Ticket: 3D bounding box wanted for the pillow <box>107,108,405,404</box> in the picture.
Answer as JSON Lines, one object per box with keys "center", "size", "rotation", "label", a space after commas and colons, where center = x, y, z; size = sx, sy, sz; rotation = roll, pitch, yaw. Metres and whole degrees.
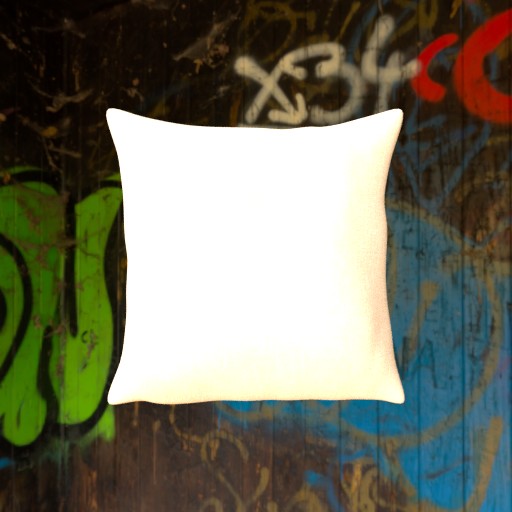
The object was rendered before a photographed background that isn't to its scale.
{"center": [0.000, 0.000, 0.654], "size": [0.436, 0.432, 0.138], "rotation": [0, -1, -1], "label": "pillow"}
